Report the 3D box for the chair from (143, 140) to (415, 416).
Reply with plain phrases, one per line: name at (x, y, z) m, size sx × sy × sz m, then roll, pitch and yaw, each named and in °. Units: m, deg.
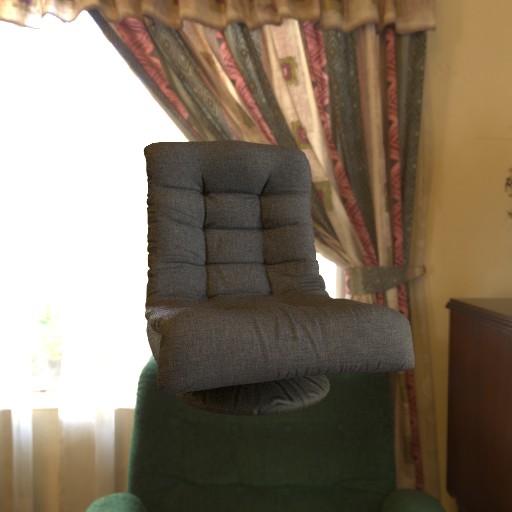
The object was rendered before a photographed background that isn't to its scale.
chair at (0.000, 0.000, 1.232) m, size 0.597 × 0.749 × 0.668 m, roll -1°, pitch 2°, yaw -18°
